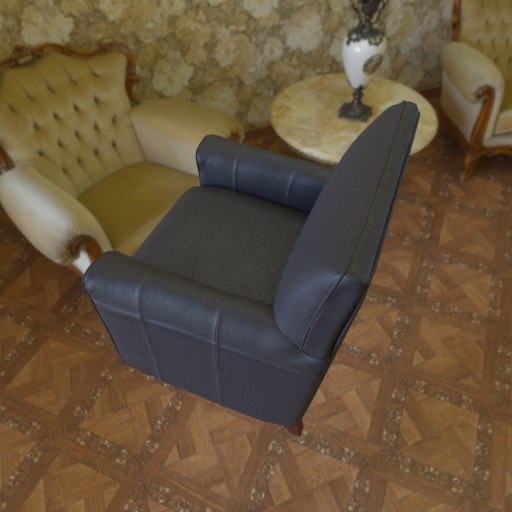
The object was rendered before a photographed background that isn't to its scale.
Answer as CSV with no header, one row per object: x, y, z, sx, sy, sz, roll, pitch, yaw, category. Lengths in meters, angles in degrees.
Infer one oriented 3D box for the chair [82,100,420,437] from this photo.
0.000,0.000,1.584,0.825,0.943,0.870,16,48,15,chair
